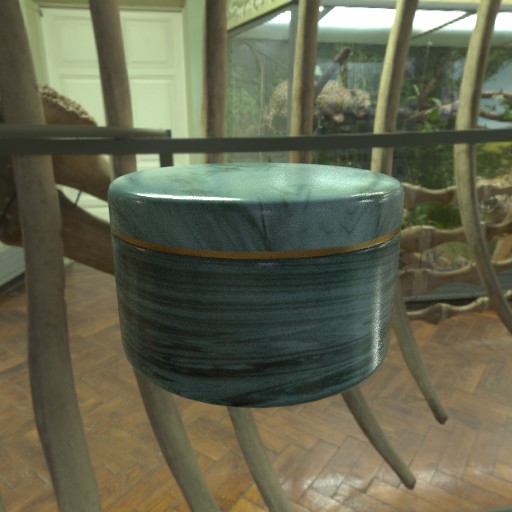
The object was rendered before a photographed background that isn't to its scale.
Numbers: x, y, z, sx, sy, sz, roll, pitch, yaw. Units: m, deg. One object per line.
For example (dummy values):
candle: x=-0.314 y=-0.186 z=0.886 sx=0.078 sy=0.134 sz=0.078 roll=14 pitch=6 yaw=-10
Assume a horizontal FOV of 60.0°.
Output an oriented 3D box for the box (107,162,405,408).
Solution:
box: x=0.000 y=0.000 z=0.166 sx=0.101 sy=0.063 sz=0.101 roll=0 pitch=17 yaw=0
